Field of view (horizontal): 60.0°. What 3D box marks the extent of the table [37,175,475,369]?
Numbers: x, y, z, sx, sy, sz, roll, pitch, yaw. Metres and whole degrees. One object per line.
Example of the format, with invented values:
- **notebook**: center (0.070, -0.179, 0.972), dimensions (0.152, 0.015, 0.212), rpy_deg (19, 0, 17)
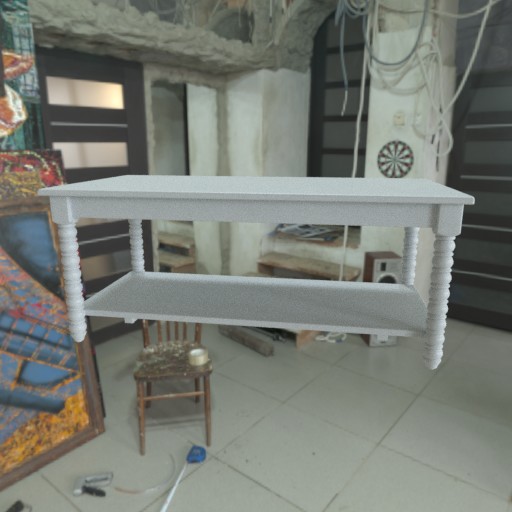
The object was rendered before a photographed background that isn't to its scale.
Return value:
- **table**: center (0.000, 0.000, 1.494), dimensions (1.171, 0.487, 0.580), rpy_deg (2, 15, 9)
